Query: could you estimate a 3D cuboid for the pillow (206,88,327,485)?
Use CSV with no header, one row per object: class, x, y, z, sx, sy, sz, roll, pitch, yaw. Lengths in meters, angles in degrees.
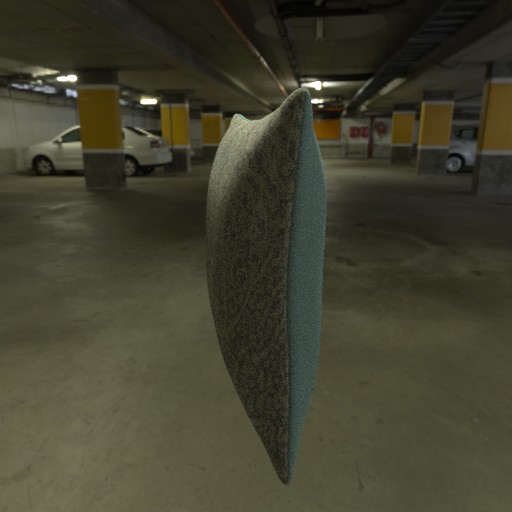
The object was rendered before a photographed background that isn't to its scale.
pillow,0.000,0.000,0.784,0.166,0.507,0.526,-3,15,-10
